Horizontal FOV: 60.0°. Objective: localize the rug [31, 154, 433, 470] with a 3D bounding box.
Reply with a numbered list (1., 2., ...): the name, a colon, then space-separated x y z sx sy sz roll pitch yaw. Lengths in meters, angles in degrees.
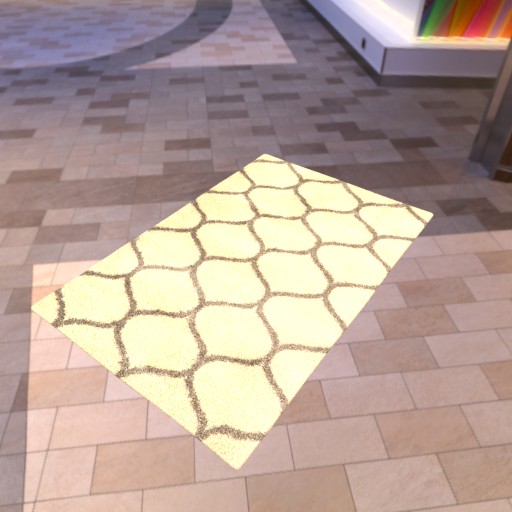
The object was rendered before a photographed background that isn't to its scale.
1. rug: 0.000 0.000 3.402 1.801 0.026 2.701 26 47 27
